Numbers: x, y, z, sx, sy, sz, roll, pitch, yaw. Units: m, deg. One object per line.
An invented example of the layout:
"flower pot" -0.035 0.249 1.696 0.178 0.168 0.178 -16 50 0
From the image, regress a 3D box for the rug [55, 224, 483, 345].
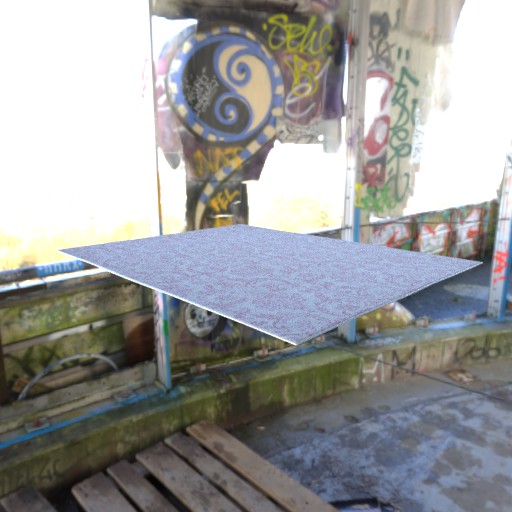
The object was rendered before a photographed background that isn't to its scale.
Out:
"rug" 0.000 0.000 3.916 2.363 0.012 2.980 -12 17 -43
